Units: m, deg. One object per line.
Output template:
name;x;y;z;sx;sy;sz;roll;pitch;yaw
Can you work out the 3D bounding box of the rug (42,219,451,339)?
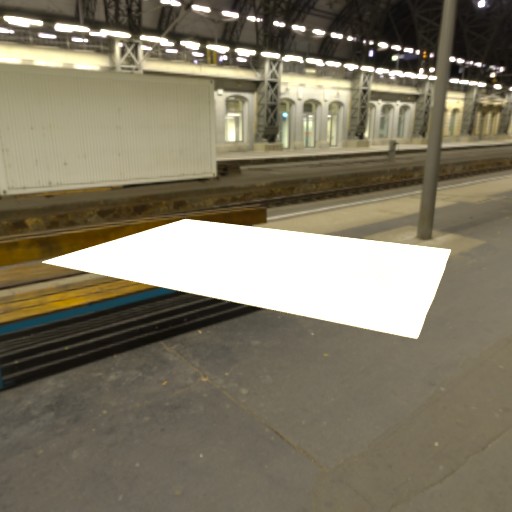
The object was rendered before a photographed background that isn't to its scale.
rug;0.000;0.000;2.390;1.850;0.006;1.234;8;18;26
